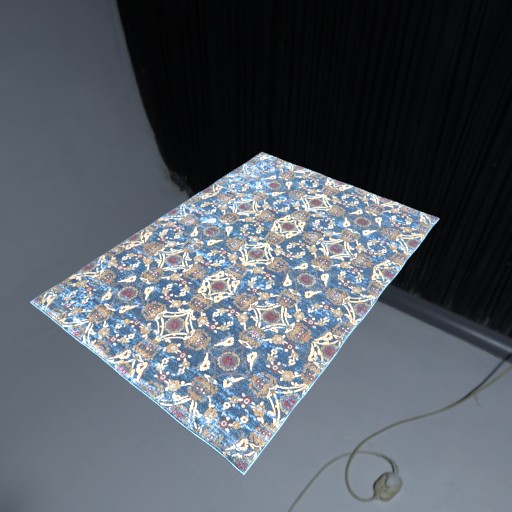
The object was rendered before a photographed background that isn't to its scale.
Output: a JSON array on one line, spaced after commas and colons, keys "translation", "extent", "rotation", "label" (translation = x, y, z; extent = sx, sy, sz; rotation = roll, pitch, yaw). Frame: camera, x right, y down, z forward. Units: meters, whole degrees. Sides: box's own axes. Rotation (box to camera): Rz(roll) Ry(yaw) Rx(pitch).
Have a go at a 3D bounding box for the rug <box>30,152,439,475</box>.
[{"translation": [0.000, 0.000, 2.828], "extent": [1.567, 0.014, 2.207], "rotation": [27, 48, 27], "label": "rug"}]
